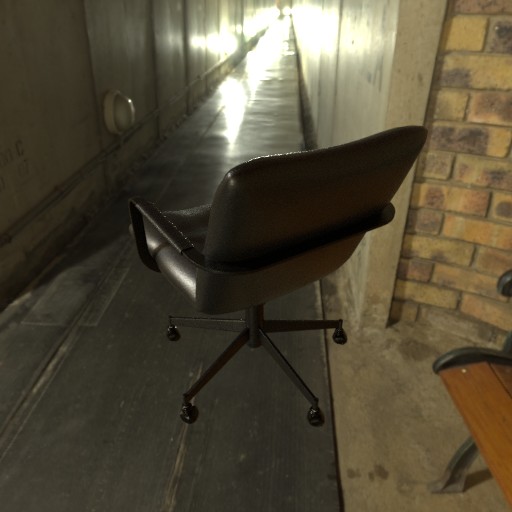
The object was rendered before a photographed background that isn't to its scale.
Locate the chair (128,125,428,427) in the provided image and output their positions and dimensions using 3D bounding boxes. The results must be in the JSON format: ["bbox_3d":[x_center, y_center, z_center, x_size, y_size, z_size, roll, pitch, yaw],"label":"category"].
[{"bbox_3d":[0.000,0.000,1.432,0.719,0.922,0.748,-19,36,-29],"label":"chair"}]
